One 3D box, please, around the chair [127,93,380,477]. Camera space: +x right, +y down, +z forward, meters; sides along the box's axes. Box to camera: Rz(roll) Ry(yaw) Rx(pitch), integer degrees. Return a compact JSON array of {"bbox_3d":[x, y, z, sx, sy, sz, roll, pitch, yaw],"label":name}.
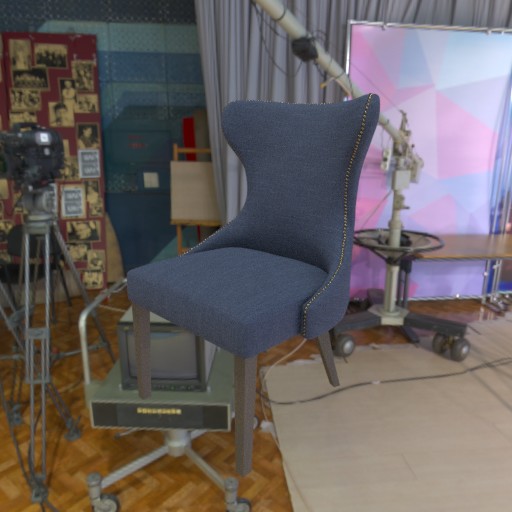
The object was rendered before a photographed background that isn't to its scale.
[{"bbox_3d":[0.000,0.000,1.399,0.628,0.967,0.635,16,22,43],"label":"chair"}]
